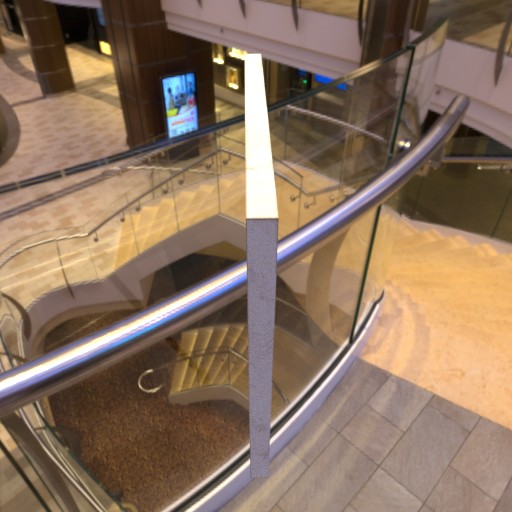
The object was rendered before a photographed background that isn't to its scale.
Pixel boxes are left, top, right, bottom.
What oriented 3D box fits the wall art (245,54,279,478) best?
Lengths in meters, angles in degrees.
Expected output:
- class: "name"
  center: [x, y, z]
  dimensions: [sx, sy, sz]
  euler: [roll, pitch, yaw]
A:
- class: "wall art"
  center: [0.000, 0.000, 0.747]
  dimensions: [0.029, 0.506, 0.508]
  euler: [-1, 40, -1]
